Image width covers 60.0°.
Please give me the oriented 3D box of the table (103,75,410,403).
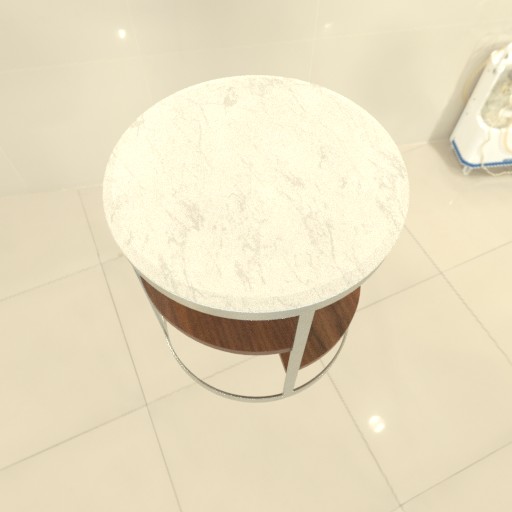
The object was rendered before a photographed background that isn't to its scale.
[{"bbox_3d":[0.000,0.000,0.783,0.407,0.447,0.407,0,59,0],"label":"table"}]
